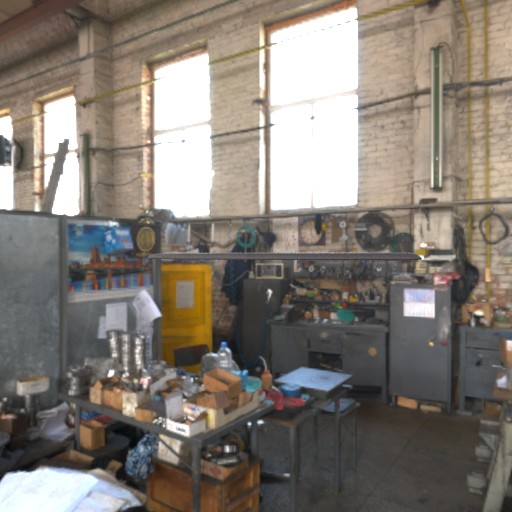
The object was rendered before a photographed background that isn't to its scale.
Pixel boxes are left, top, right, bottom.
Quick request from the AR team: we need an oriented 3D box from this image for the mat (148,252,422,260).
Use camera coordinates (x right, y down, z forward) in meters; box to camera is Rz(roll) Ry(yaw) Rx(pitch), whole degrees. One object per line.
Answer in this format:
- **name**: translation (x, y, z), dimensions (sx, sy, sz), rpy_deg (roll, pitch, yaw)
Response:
- **mat**: translation (0.000, 0.000, 1.959), dimensions (0.917, 0.022, 1.525), rpy_deg (0, 0, -1)
